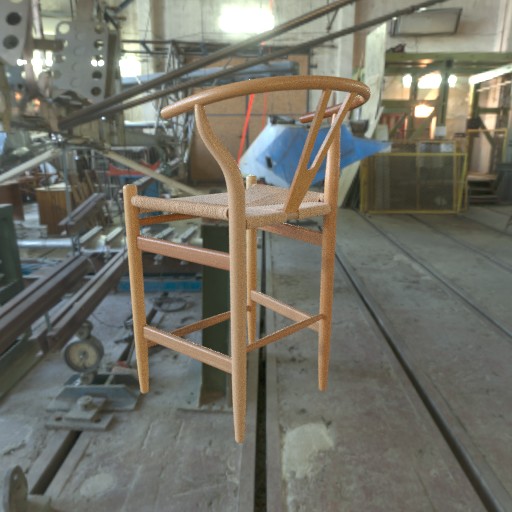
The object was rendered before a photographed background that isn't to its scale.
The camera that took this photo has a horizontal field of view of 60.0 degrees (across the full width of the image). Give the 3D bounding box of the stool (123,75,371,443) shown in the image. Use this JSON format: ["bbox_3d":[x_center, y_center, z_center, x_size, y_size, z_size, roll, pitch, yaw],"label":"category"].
[{"bbox_3d":[0.000,0.000,1.290,0.536,0.923,0.575,-14,20,-42],"label":"stool"}]
